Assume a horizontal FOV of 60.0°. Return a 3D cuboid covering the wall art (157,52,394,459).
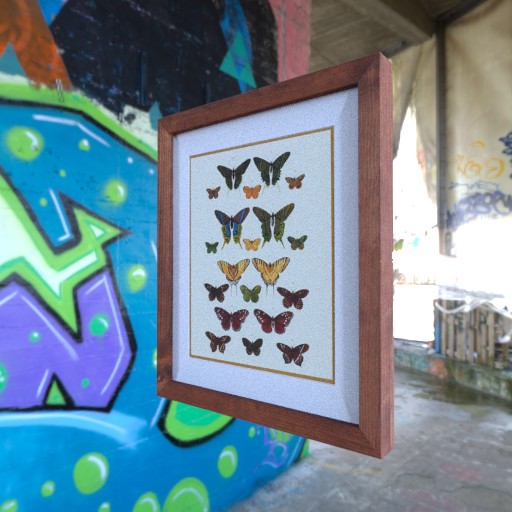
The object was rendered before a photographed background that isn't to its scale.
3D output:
[{"bbox_3d":[0.000,0.000,0.619,0.377,0.449,0.039,-1,-1,38],"label":"wall art"}]
